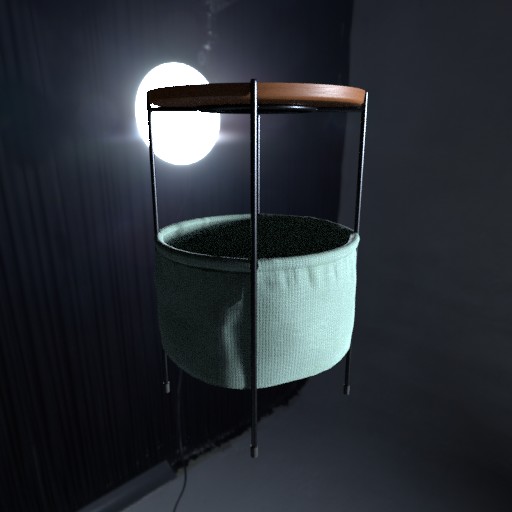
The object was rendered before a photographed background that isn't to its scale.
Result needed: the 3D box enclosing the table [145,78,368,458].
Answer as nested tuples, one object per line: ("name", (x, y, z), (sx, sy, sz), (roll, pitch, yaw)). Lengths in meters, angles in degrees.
("table", (0.000, 0.000, 0.890), (0.400, 0.623, 0.400), (-15, 22, -42))
